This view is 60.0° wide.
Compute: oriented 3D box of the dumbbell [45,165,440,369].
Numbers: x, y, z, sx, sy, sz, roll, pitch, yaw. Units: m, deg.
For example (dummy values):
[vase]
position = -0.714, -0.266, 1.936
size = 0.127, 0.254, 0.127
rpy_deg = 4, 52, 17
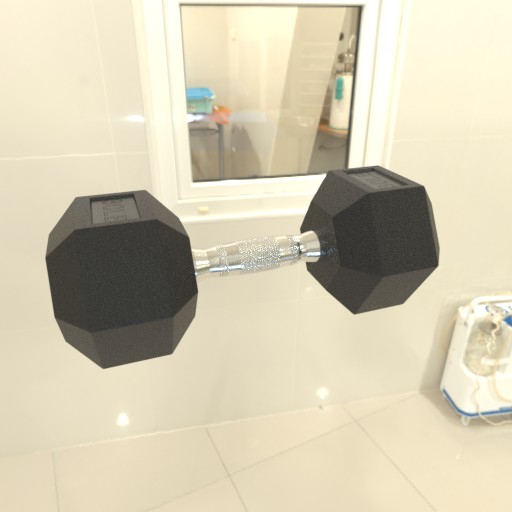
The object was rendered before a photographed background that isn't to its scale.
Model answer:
[dumbbell]
position = 0.000, 0.000, 0.403
size = 0.337, 0.123, 0.142
rpy_deg = -9, 28, -17
